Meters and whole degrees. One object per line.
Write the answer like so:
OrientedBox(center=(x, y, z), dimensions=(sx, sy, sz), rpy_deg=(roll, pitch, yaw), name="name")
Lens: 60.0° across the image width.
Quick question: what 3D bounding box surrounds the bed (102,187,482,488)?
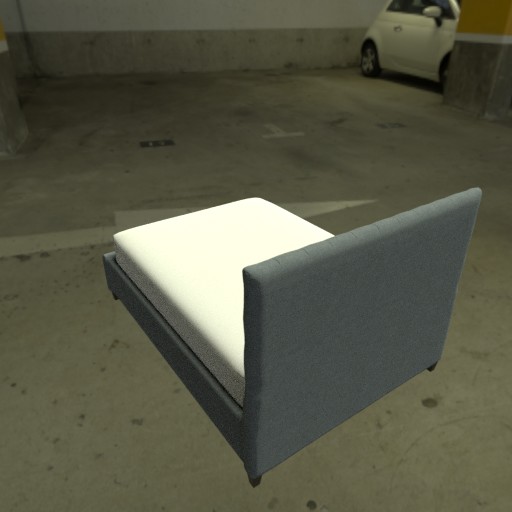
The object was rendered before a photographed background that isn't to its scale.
OrientedBox(center=(0.000, 0.000, 3.355), dimensions=(1.698, 1.411, 2.335), rpy_deg=(-19, 34, -30), name="bed")
